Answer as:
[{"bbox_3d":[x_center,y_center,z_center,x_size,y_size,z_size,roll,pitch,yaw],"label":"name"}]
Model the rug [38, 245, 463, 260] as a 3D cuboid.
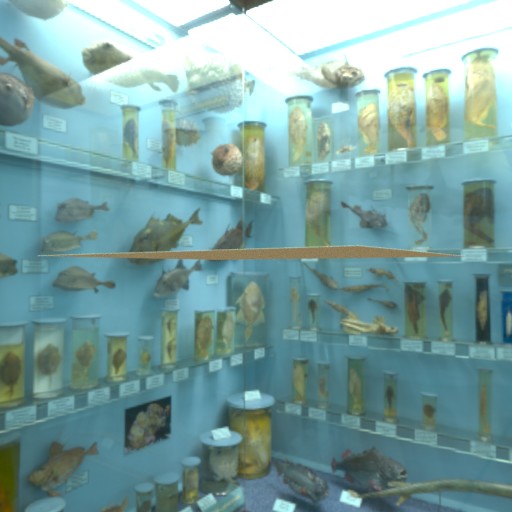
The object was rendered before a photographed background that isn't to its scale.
[{"bbox_3d":[0.000,0.000,4.051,3.067,0.005,2.454,-1,-2,36],"label":"rug"}]
